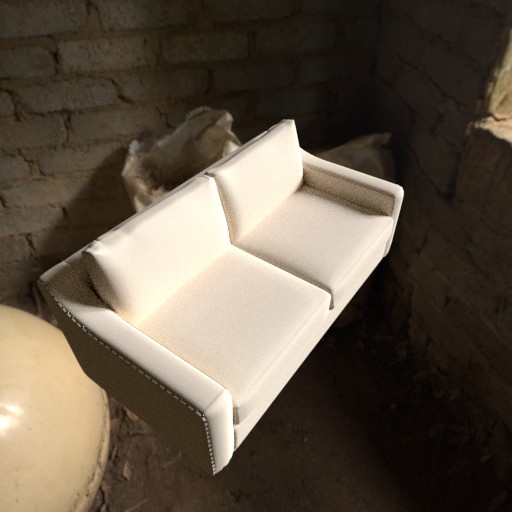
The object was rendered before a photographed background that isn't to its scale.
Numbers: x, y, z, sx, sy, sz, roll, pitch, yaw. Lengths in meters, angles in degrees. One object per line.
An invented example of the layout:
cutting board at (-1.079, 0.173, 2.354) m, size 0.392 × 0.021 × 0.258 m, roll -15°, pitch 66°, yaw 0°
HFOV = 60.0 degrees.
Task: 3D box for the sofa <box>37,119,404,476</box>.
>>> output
sofa at (0.000, 0.000, 2.352) m, size 0.949 × 0.830 × 1.812 m, roll 26°, pitch 48°, yaw 26°
